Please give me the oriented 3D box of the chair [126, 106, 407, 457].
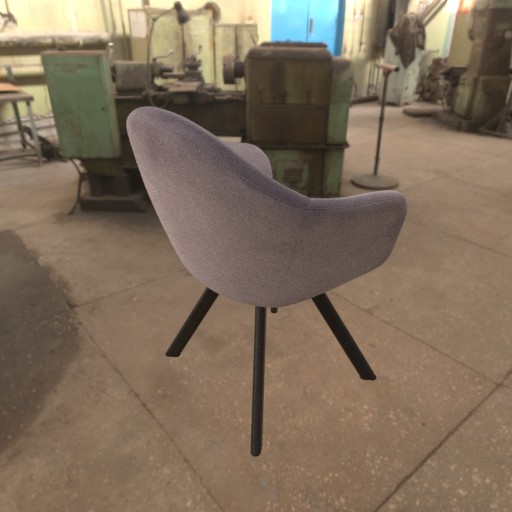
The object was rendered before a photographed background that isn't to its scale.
[{"bbox_3d":[0.000,0.000,1.147,0.540,0.780,0.570,-19,33,-32],"label":"chair"}]
